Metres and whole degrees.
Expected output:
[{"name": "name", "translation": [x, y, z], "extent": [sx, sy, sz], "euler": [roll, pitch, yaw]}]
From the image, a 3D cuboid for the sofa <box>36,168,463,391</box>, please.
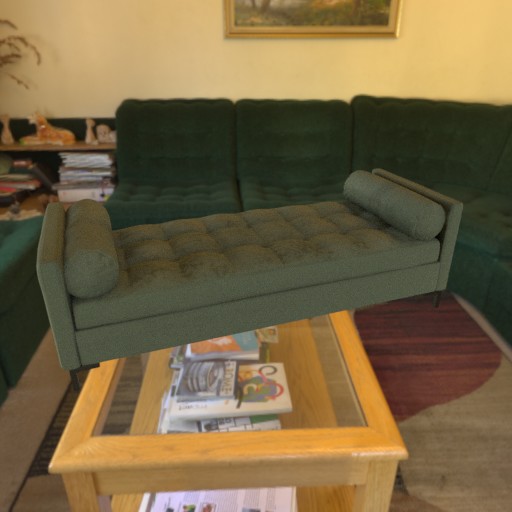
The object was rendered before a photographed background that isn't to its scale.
[{"name": "sofa", "translation": [0.000, 0.000, 2.504], "extent": [2.130, 0.681, 0.817], "euler": [-9, 27, -18]}]
